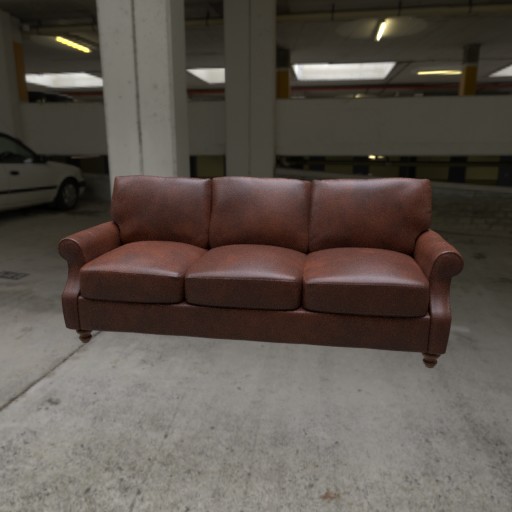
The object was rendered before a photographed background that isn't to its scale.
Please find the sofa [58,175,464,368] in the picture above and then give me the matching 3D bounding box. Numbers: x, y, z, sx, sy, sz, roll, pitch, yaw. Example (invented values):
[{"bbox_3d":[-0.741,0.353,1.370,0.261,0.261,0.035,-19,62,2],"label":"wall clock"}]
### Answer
[{"bbox_3d":[0.000,0.000,2.856,2.351,0.977,0.973,2,14,9],"label":"sofa"}]
